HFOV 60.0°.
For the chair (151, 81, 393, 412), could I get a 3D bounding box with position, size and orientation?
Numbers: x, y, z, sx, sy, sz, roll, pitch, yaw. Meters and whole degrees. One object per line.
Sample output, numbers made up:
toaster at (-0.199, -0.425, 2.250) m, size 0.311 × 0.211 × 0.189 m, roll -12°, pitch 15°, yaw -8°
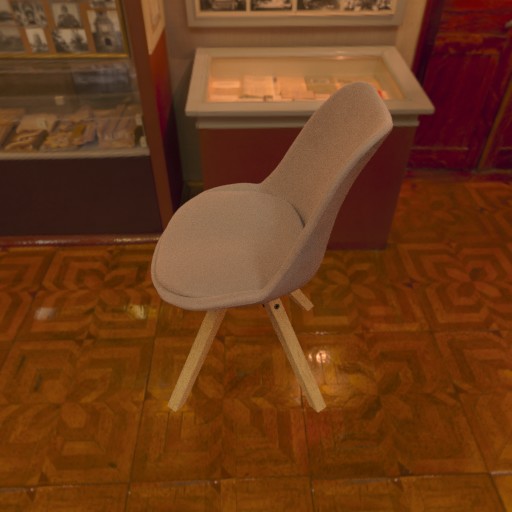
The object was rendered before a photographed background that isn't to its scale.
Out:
chair at (0.000, 0.000, 1.189) m, size 0.550 × 0.850 × 0.485 m, roll 0°, pitch 41°, yaw 0°
